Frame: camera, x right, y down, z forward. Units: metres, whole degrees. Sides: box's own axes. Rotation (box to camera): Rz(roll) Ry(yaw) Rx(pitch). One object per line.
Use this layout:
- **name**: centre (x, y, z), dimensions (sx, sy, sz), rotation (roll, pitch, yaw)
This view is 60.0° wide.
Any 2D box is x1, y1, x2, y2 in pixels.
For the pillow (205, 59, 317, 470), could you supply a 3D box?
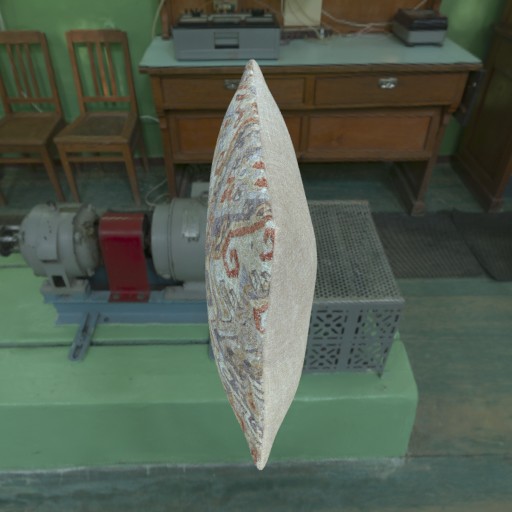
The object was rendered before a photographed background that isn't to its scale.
- **pillow**: centre (0.000, 0.000, 0.769), dimensions (0.166, 0.506, 0.523), rotation (-2, 41, -2)
